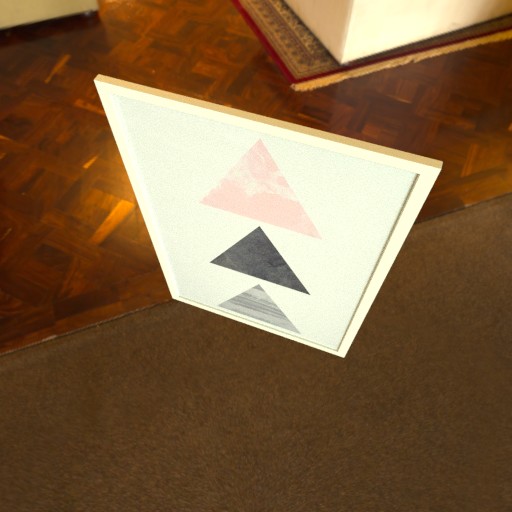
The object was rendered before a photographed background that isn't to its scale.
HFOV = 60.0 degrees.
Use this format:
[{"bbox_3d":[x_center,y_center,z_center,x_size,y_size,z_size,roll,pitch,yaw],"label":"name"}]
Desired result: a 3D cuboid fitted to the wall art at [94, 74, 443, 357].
[{"bbox_3d":[0.000,0.000,0.830,0.456,0.656,0.013,18,60,10],"label":"wall art"}]
